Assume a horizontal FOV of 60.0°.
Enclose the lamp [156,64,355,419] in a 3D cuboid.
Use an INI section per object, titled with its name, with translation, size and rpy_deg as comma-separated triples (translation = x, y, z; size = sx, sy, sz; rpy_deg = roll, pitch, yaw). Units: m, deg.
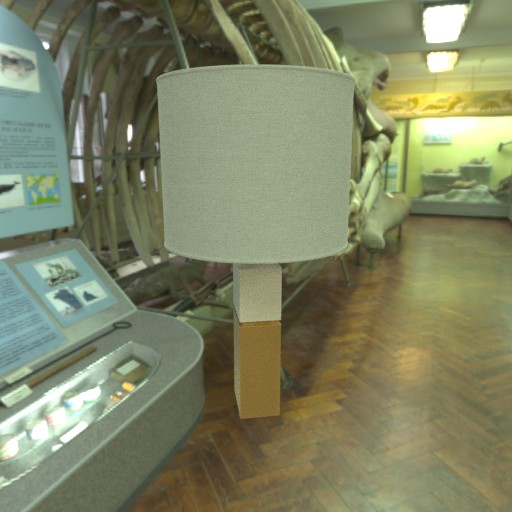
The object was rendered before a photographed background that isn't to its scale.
[lamp]
translation = 0.000, 0.000, 0.568
size = 0.229, 0.417, 0.229
rpy_deg = -2, 14, -9
